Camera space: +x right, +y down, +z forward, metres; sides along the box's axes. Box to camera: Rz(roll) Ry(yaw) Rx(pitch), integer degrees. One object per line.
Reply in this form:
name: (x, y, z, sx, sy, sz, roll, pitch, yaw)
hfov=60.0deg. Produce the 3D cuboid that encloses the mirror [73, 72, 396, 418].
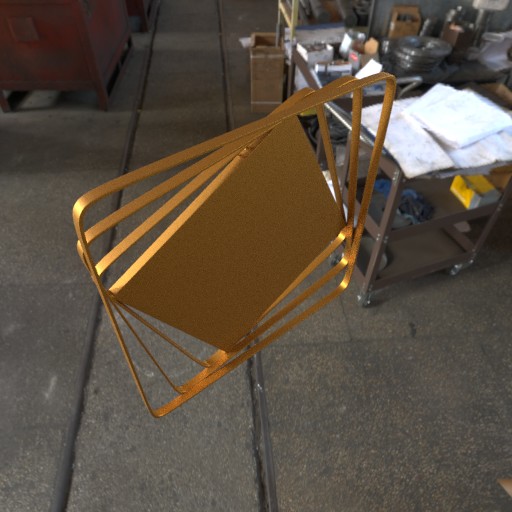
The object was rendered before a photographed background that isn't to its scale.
mirror: (0.000, 0.000, 0.676, 0.470, 0.468, 0.045, -30, 53, -25)
